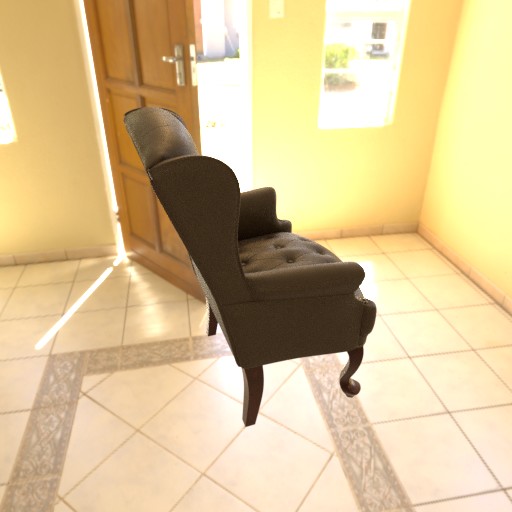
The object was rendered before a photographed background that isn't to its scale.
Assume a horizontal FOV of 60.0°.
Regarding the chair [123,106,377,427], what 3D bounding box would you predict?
[{"bbox_3d":[0.000,0.000,1.723,0.819,1.132,0.829,-10,31,-17],"label":"chair"}]
